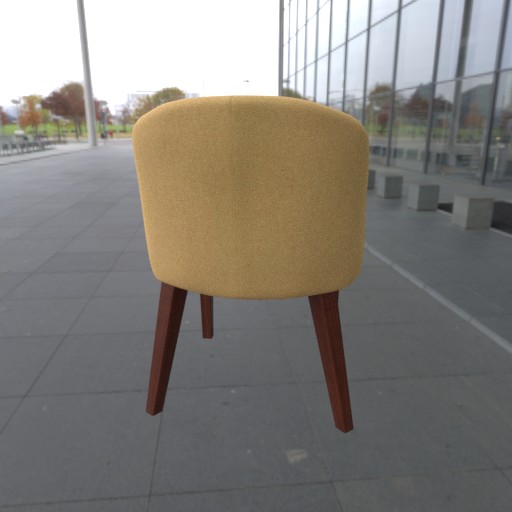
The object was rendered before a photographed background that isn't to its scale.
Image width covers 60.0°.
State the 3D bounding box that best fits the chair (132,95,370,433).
[{"bbox_3d":[0.000,0.000,1.245,0.583,0.811,0.655,2,16,8],"label":"chair"}]
